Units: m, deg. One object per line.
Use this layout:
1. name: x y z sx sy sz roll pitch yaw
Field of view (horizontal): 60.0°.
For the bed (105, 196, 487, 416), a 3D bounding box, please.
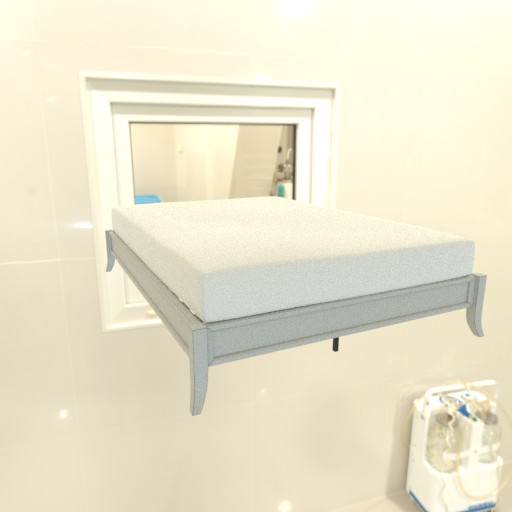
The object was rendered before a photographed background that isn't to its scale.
1. bed: 0.000 0.000 2.613 1.460 0.510 1.985 -7 16 -25
